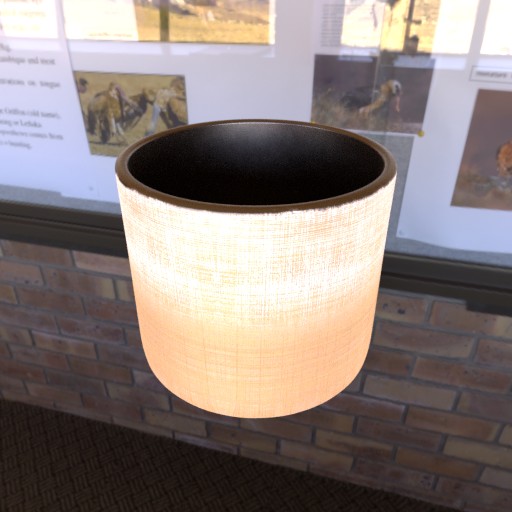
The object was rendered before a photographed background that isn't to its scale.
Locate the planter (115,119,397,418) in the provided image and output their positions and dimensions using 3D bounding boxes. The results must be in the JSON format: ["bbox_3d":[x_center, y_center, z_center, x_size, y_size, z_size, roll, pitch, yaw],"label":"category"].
[{"bbox_3d":[0.000,0.000,0.460,0.254,0.221,0.254,0,31,0],"label":"planter"}]
